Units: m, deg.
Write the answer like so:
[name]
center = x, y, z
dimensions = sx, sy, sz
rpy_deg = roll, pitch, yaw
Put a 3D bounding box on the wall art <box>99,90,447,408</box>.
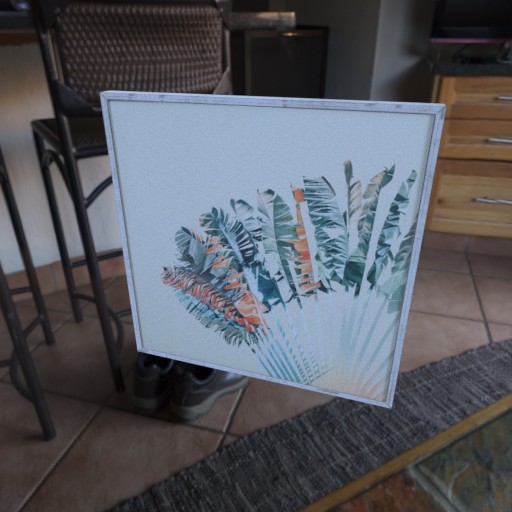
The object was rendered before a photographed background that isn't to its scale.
[wall art]
center = 0.000, 0.000, 1.117
dimensions = 0.760, 0.757, 0.038
rpy_deg = 8, 27, 16
